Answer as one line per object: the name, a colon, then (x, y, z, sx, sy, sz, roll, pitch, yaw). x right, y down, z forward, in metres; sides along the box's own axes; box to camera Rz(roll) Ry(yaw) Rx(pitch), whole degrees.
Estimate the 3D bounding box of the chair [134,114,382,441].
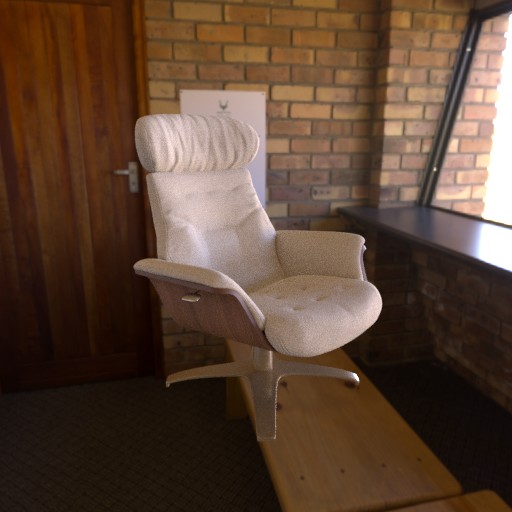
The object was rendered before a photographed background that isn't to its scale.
chair: (0.000, 0.000, 1.594, 0.837, 0.995, 0.785, 14, 20, 43)
